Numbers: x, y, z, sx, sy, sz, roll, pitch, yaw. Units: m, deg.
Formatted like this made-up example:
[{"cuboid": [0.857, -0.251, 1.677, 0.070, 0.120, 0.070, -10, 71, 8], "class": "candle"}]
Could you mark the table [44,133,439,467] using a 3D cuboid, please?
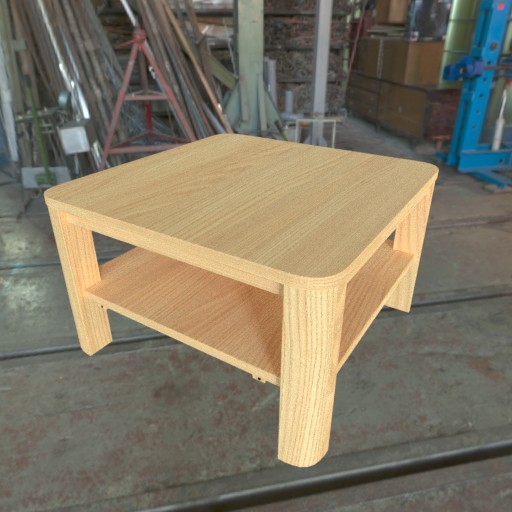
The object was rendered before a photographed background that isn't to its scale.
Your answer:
[{"cuboid": [0.000, 0.000, 1.230, 0.750, 0.450, 0.750, 17, 32, 29], "class": "table"}]
